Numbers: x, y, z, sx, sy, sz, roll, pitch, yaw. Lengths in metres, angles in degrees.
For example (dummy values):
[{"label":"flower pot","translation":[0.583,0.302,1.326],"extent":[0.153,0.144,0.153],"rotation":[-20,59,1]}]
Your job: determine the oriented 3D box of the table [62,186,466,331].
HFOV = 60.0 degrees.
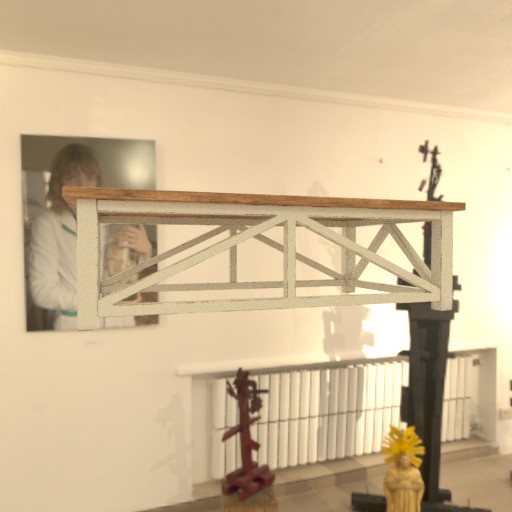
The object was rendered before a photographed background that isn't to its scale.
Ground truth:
[{"label":"table","translation":[0.000,0.000,1.829],"extent":[1.400,0.410,0.800],"rotation":[0,1,-19]}]
